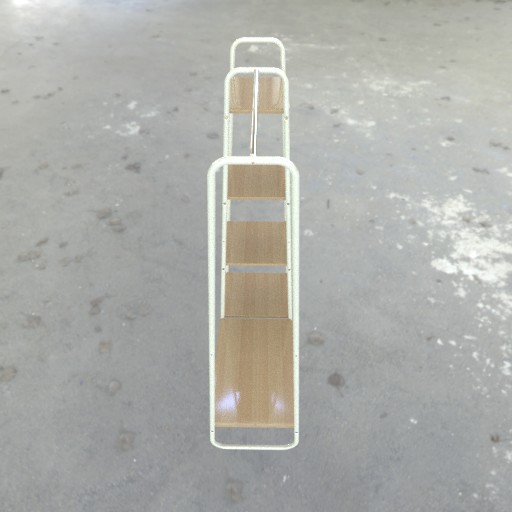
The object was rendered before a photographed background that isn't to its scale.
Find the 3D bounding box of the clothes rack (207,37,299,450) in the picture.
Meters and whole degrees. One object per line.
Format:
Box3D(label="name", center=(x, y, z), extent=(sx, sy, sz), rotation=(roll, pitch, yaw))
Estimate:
Box3D(label="clothes rack", center=(0.000, 0.000, 1.928), extent=(0.400, 1.500, 1.011), rotation=(1, 41, 1))
